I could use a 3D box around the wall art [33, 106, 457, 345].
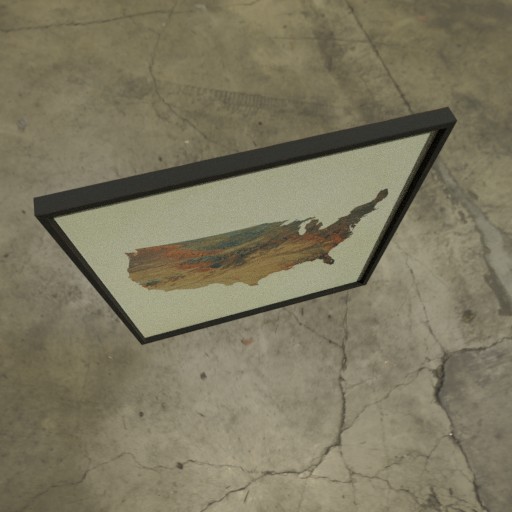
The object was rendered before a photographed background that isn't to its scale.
[{"bbox_3d":[0.000,0.000,1.117,0.762,0.762,0.038,-14,64,-7],"label":"wall art"}]
